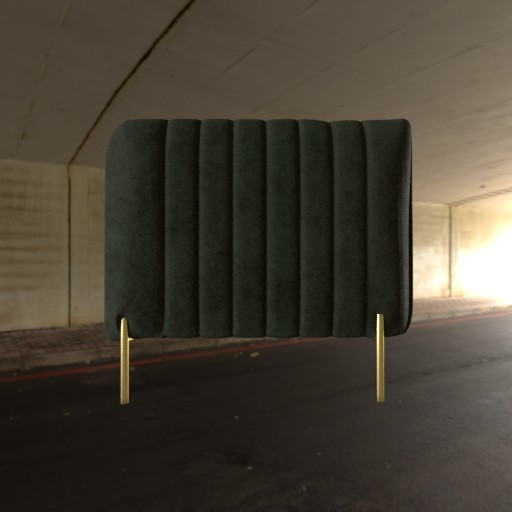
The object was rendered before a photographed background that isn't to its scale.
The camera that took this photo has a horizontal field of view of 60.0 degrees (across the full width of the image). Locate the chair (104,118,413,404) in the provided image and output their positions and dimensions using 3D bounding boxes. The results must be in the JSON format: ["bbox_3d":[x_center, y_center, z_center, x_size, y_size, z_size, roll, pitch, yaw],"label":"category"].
[{"bbox_3d":[0.000,0.000,1.684,0.877,0.794,1.032,0,-1,-1],"label":"chair"}]
